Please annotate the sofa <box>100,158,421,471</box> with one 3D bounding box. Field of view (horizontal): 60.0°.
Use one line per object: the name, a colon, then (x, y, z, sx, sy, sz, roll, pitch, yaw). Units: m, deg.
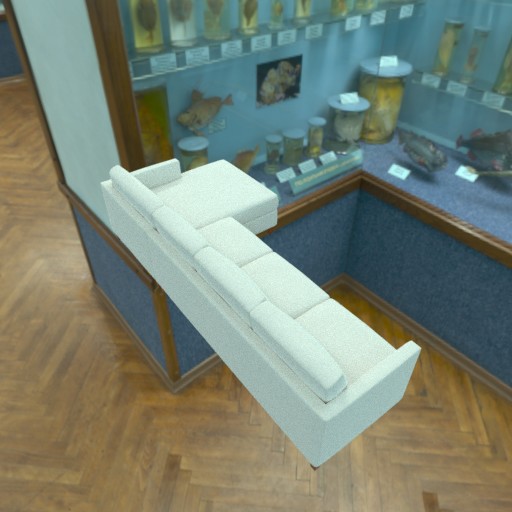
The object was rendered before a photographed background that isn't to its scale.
sofa: (0.000, 0.000, 4.212, 1.606, 0.954, 3.471, -26, 47, -27)
